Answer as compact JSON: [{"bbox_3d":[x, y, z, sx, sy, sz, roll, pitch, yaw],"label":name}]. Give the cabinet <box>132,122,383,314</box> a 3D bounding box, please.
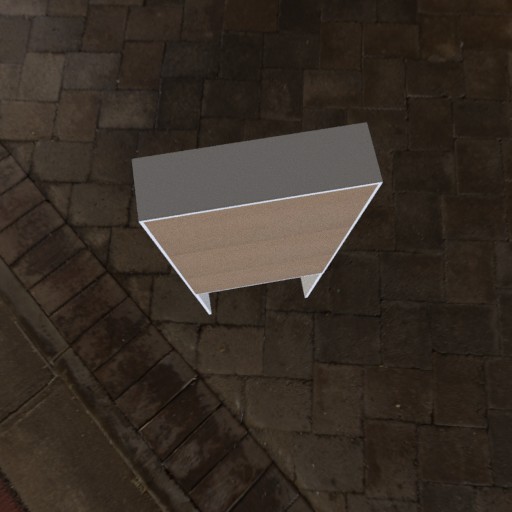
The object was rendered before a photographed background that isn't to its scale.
[{"bbox_3d":[0.000,0.000,2.026,0.643,1.770,0.192,-10,75,-3],"label":"cabinet"}]
